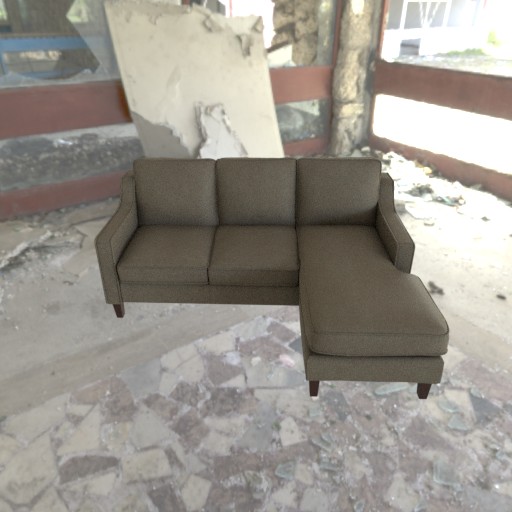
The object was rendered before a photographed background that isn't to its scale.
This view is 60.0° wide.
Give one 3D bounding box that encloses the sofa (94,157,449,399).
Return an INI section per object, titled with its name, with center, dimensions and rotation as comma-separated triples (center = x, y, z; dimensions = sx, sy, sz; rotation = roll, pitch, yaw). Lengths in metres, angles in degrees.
[sofa]
center = 0.000, 0.000, 3.302
dimensions = 2.317, 1.081, 1.858
rotation = 1, 29, 2
